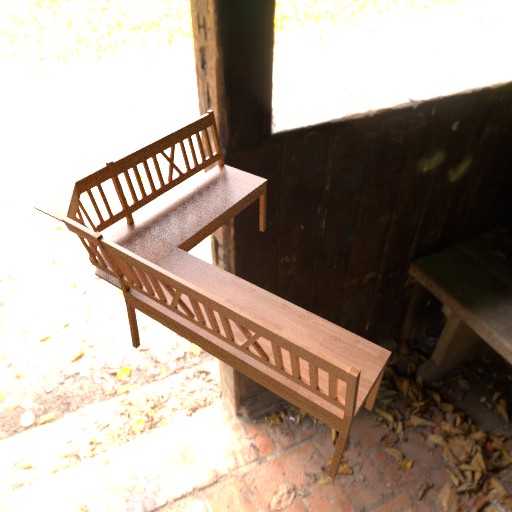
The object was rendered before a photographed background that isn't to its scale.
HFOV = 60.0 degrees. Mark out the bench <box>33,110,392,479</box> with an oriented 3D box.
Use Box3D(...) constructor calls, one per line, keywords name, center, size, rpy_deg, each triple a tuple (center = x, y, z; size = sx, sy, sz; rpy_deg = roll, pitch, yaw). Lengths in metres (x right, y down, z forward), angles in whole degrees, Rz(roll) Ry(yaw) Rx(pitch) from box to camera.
Box3D(name="bench", center=(0.000, 0.000, 2.731), size=(1.937, 0.902, 1.537), rpy_deg=(24, 46, 26))
